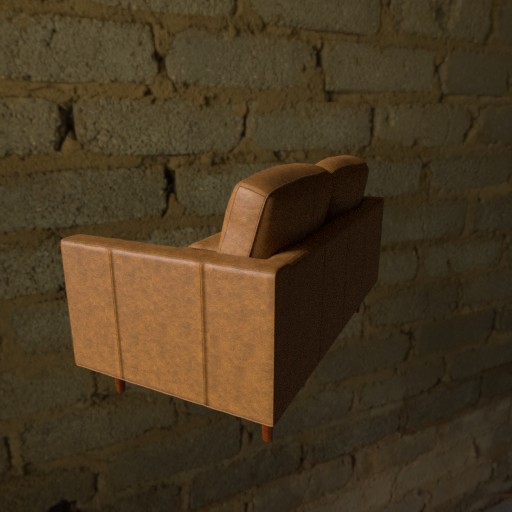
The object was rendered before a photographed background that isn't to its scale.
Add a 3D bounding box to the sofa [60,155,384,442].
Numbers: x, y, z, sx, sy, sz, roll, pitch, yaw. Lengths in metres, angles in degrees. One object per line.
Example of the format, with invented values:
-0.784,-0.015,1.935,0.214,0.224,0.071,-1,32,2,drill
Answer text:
0.000,0.000,2.181,0.909,0.951,1.578,8,18,25,sofa
